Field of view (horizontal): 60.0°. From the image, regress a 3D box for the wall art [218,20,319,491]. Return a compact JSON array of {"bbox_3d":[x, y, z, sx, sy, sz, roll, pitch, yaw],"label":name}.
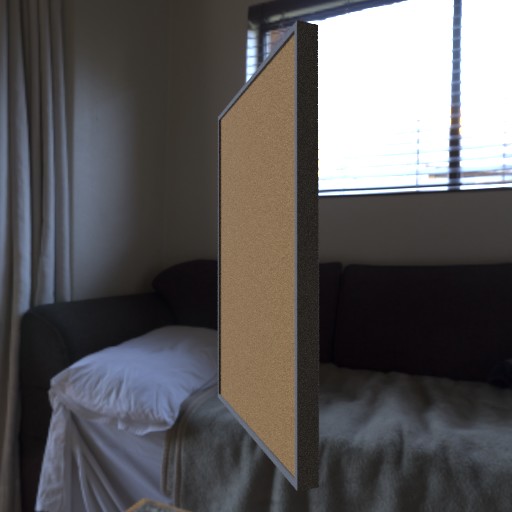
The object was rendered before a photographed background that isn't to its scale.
[{"bbox_3d":[0.000,0.000,0.955,0.039,0.753,0.511,0,-1,-19],"label":"wall art"}]
